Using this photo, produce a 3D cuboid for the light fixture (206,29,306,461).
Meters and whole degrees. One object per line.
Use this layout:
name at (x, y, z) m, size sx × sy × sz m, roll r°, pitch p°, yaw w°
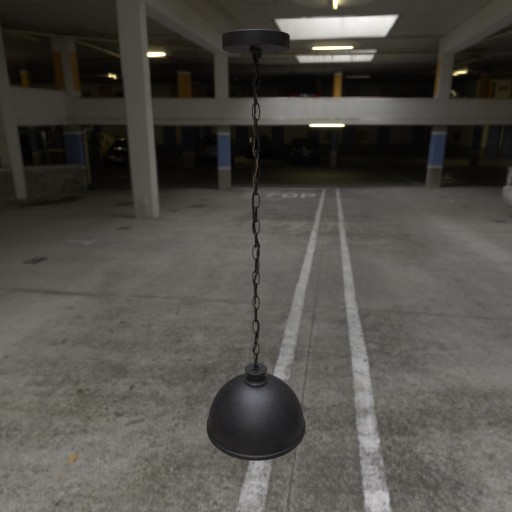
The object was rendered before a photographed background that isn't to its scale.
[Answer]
light fixture at (0.000, 0.000, 1.208) m, size 0.304 × 1.090 × 0.304 m, roll 3°, pitch 17°, yaw 9°
